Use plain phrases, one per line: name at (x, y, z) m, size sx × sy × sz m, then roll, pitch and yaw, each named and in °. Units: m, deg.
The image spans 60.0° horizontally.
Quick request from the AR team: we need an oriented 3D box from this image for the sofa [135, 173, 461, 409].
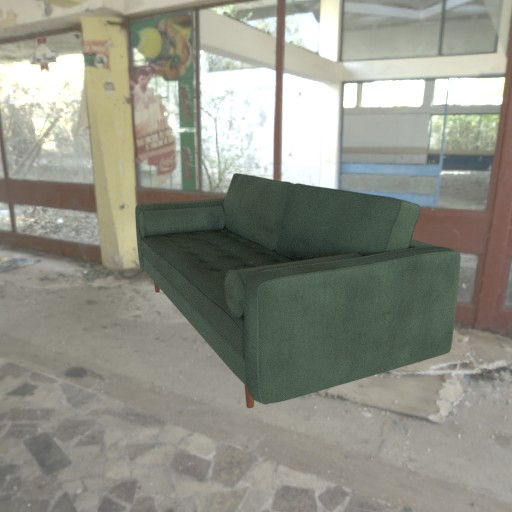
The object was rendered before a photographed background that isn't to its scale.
sofa at (0.000, 0.000, 2.391) m, size 0.916 × 0.772 × 1.880 m, roll -7°, pitch 16°, yaw -25°
